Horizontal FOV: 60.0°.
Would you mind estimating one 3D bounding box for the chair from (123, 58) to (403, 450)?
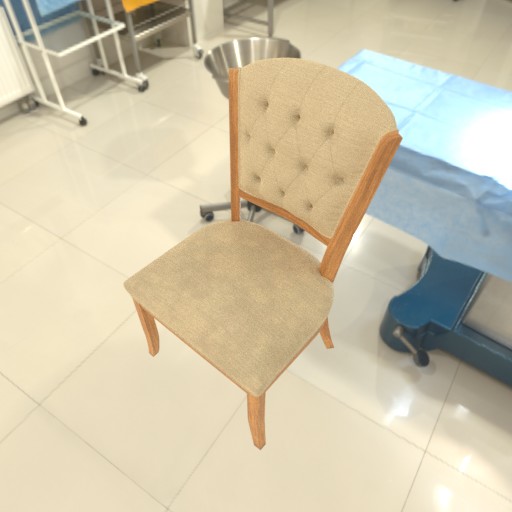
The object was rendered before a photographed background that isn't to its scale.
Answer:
[{"bbox_3d":[0.000,0.000,1.256,0.513,0.905,0.584,32,55,26],"label":"chair"}]
